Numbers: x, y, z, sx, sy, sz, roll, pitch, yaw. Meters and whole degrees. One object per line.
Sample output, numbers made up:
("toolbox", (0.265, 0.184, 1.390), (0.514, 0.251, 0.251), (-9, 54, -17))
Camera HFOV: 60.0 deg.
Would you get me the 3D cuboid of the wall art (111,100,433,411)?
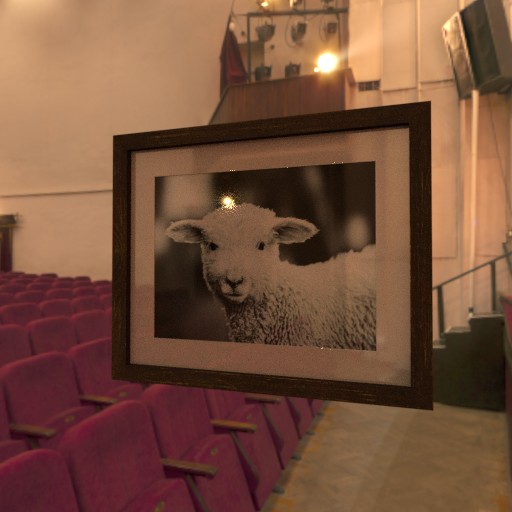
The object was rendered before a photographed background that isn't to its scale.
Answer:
("wall art", (0.000, 0.000, 0.757), (0.558, 0.457, 0.032), (0, -1, 19))
